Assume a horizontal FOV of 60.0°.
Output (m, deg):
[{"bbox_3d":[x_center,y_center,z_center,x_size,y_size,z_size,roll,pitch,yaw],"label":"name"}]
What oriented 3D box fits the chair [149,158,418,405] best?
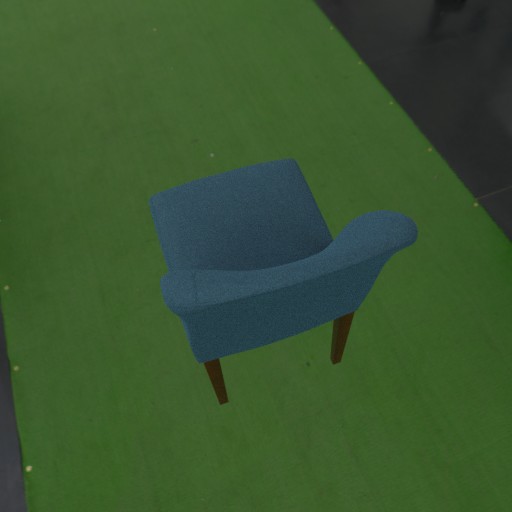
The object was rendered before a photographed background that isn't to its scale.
[{"bbox_3d":[0.000,0.000,1.220,0.507,0.879,0.620,-17,61,-10],"label":"chair"}]
